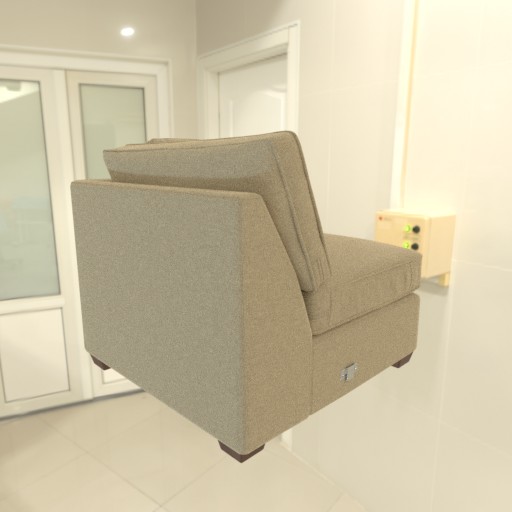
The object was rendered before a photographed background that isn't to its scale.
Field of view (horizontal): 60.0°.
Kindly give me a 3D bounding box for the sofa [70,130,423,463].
[{"bbox_3d":[0.000,0.000,1.935,1.146,1.002,1.084,-12,17,-43],"label":"sofa"}]
